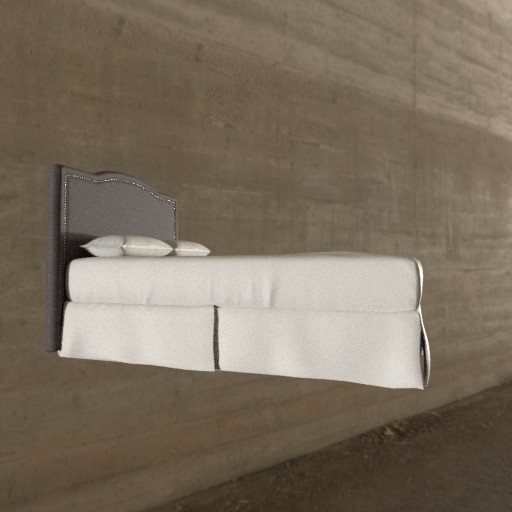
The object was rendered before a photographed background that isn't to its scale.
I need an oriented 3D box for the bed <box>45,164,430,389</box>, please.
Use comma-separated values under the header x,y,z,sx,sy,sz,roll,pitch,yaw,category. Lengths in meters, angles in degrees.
x,y,z,sx,sy,sz,roll,pitch,yaw,category
0.000,0.000,3.479,2.507,1.441,1.741,0,-1,19,bed
